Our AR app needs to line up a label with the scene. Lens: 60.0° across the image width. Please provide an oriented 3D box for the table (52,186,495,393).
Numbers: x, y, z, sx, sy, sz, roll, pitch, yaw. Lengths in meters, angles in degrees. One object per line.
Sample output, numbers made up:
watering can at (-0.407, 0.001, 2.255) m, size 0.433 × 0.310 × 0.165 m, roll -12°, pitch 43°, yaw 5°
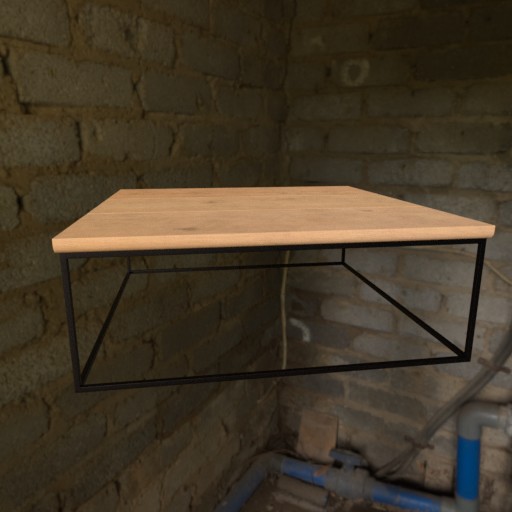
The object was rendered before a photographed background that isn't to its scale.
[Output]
table at (0.000, 0.000, 1.656) m, size 1.100 × 0.400 × 1.100 m, roll -2°, pitch 15°, yaw -8°
